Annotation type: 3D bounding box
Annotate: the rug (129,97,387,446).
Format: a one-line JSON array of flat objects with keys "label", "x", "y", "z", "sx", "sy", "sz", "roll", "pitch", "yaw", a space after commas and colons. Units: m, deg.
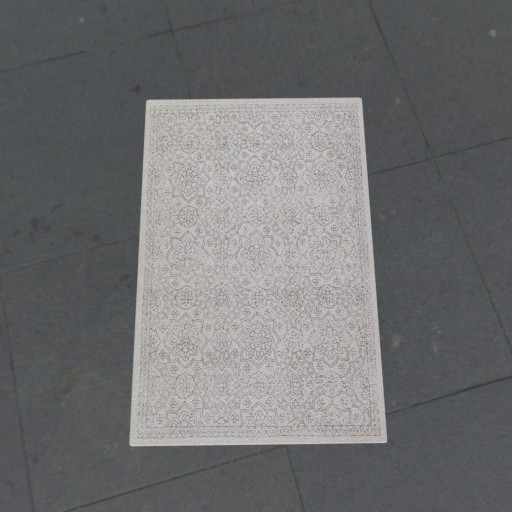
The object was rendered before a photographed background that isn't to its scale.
[{"label": "rug", "x": 0.000, "y": 0.000, "z": 2.877, "sx": 1.524, "sy": 0.011, "sz": 2.286, "roll": -1, "pitch": 77, "yaw": 0}]
